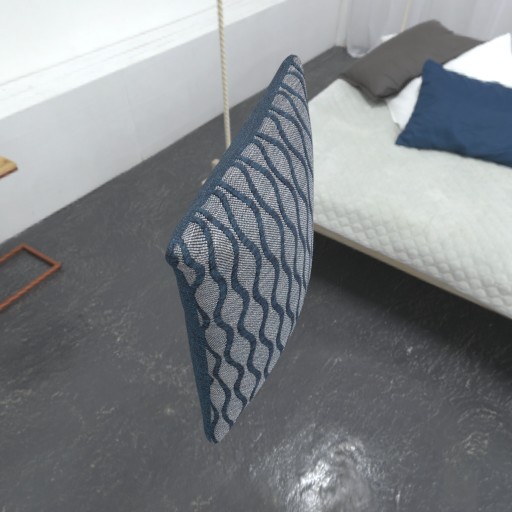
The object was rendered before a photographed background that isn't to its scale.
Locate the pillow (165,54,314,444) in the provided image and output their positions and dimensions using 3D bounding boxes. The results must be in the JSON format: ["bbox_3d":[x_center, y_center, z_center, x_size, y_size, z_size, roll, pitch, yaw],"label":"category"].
[{"bbox_3d":[0.000,0.000,0.665,0.159,0.435,0.435,12,47,11],"label":"pillow"}]
